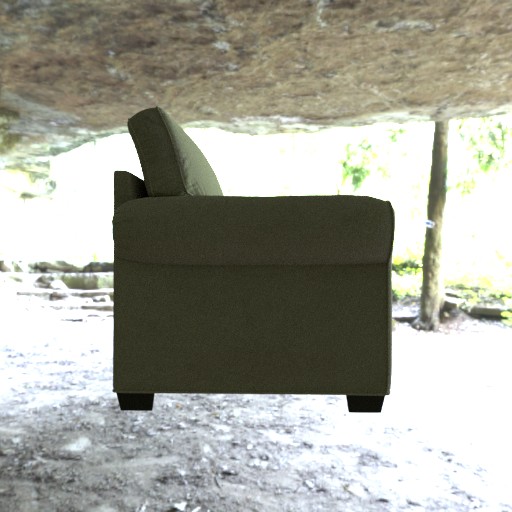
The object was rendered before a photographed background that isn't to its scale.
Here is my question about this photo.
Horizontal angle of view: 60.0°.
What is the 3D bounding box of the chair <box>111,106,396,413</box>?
[{"bbox_3d":[0.000,0.000,1.944,0.939,1.044,1.147,0,0,2],"label":"chair"}]
